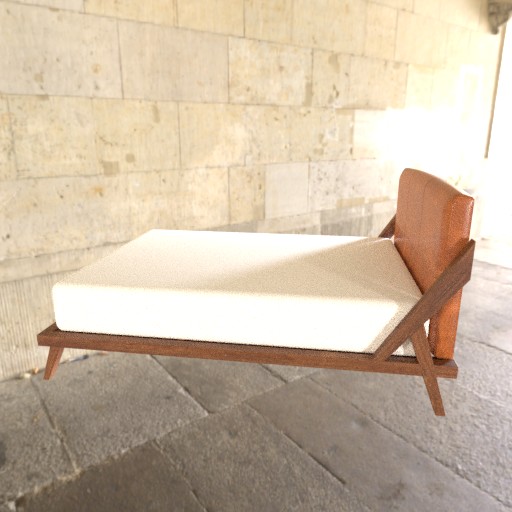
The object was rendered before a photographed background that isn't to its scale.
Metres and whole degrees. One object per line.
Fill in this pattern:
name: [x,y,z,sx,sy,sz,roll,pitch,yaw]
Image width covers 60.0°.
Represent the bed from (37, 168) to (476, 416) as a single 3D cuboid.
bed: [0.000,0.000,3.094,2.311,1.168,1.651,2,16,9]
